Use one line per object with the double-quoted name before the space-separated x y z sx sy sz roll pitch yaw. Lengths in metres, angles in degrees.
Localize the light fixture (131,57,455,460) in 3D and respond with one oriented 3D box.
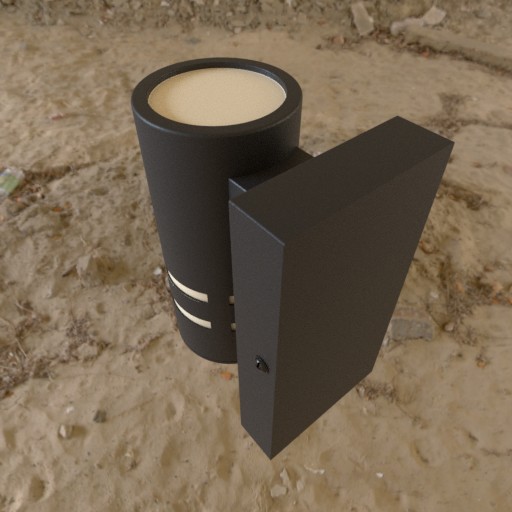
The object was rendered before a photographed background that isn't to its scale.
"light fixture" 0.000 0.000 0.257 0.098 0.179 0.138 -31 53 -27
